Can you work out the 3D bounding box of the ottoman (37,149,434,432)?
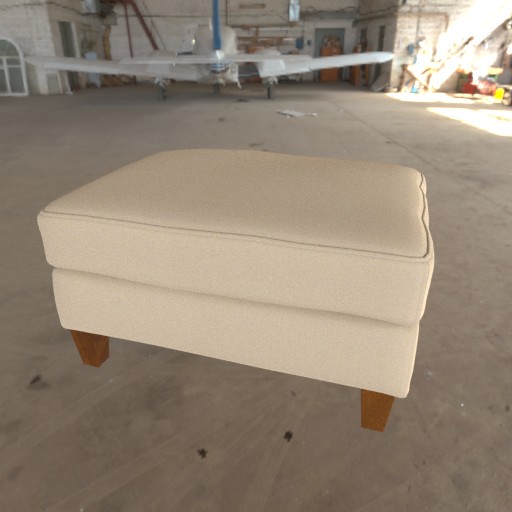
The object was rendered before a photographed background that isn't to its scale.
[{"bbox_3d":[0.000,0.000,1.176,0.818,0.485,0.634,8,26,16],"label":"ottoman"}]
